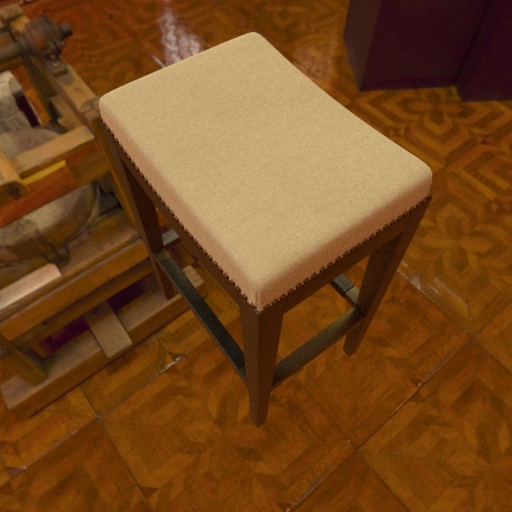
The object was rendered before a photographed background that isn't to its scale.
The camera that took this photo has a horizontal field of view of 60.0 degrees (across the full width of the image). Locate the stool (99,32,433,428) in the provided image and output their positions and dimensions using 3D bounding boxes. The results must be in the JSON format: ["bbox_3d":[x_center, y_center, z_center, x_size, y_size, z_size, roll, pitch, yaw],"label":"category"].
[{"bbox_3d":[0.000,0.000,1.021,0.358,0.759,0.498,-32,63,-18],"label":"stool"}]
